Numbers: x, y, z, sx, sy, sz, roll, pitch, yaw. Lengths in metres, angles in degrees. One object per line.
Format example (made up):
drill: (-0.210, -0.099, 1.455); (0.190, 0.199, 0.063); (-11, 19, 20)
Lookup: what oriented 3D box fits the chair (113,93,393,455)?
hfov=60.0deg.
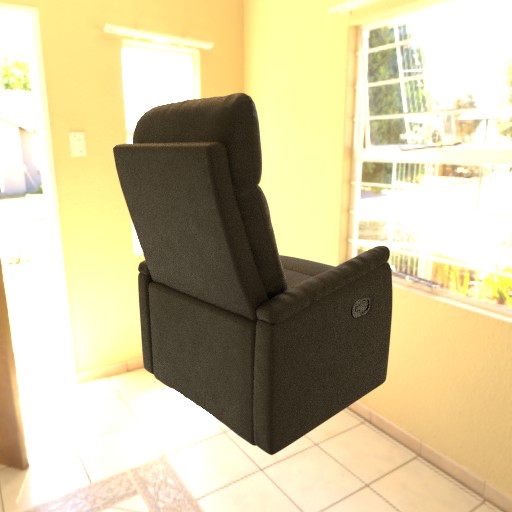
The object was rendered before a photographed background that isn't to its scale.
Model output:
chair: (0.000, 0.000, 1.671); (0.831, 1.082, 0.775); (-12, 18, -42)
